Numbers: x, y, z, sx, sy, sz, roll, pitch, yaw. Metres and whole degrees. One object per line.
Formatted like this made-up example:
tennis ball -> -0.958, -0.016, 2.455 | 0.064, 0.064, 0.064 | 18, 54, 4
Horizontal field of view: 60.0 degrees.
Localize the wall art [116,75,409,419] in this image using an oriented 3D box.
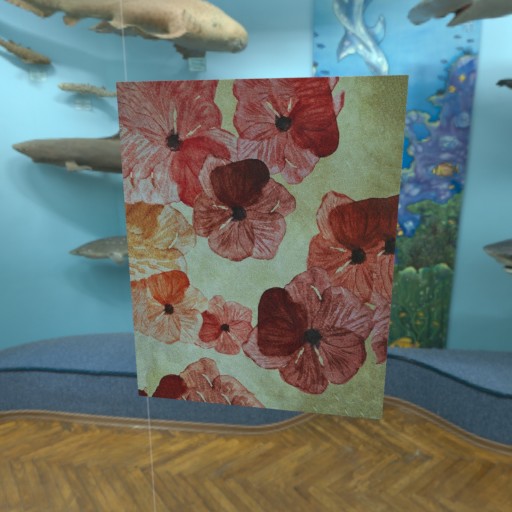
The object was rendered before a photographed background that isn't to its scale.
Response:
wall art -> 0.000, 0.000, 0.682 | 0.406, 0.508, 0.028 | 2, 14, 9
